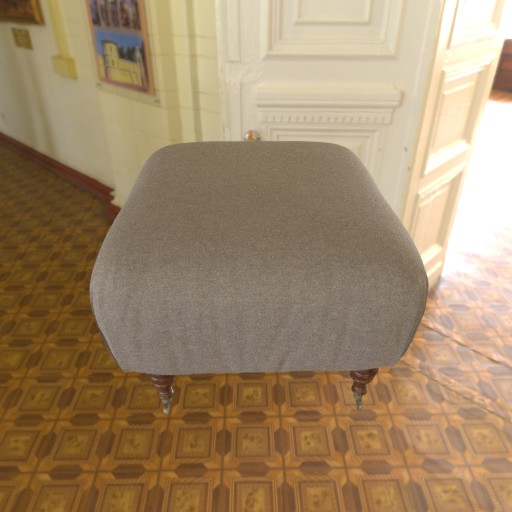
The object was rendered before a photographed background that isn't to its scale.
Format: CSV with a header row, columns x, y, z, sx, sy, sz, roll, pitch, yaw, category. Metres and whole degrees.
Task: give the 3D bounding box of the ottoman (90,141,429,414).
x,y,z,sx,sy,sz,roll,pitch,yaw,category
0.000,0.000,1.129,0.622,0.450,0.747,-1,33,-1,ottoman
